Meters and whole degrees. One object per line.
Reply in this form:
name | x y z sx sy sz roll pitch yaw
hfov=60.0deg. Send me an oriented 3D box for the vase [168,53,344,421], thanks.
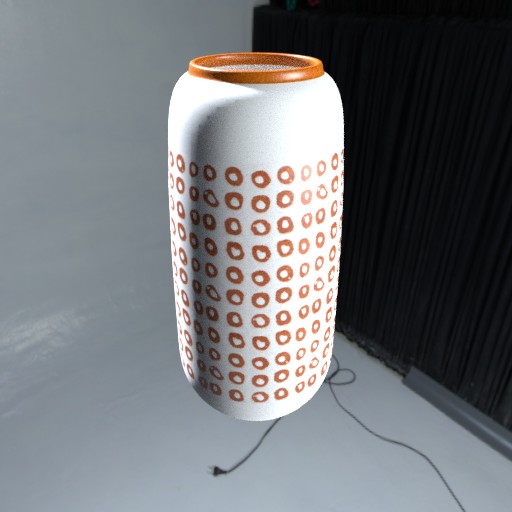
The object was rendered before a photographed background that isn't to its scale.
vase | 0.000 0.000 0.347 0.133 0.282 0.133 0 31 0
